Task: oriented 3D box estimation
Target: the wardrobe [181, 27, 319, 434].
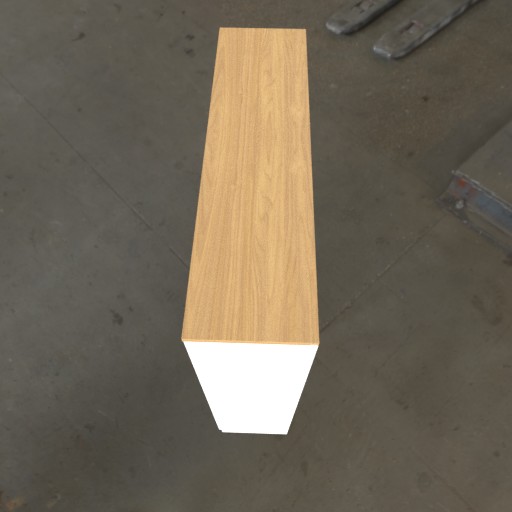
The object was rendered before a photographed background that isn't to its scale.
[{"bbox_3d":[0.000,0.000,3.350,0.590,2.260,2.160,2,59,1],"label":"wardrobe"}]
